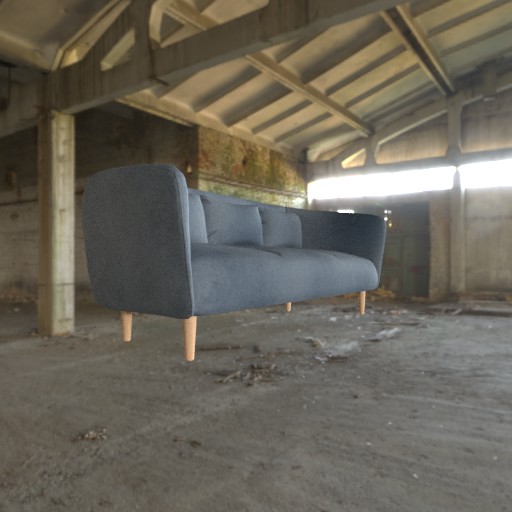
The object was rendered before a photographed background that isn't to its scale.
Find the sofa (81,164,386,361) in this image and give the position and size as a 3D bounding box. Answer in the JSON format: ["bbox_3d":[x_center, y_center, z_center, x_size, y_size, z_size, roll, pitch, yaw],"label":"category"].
[{"bbox_3d":[0.000,0.000,2.525,0.849,0.795,2.095,0,-1,35],"label":"sofa"}]
